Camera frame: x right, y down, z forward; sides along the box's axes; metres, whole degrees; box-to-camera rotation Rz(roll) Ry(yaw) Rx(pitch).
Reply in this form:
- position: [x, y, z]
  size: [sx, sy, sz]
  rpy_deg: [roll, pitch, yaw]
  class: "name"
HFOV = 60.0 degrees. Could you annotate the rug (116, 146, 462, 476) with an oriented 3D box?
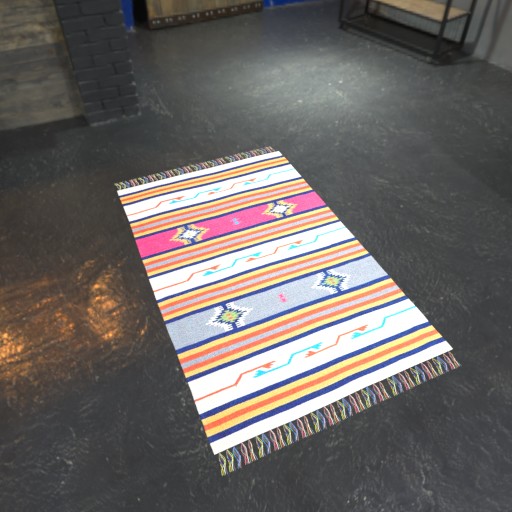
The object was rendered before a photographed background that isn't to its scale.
- position: [0.000, 0.000, 2.269]
  size: [1.084, 0.013, 1.849]
  rpy_deg: [-18, 48, -17]
  class: "rug"
